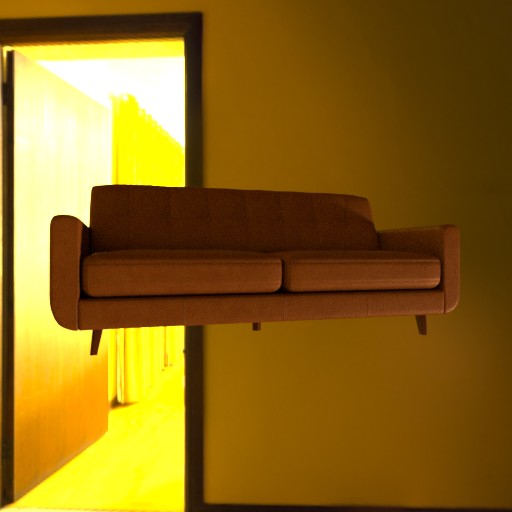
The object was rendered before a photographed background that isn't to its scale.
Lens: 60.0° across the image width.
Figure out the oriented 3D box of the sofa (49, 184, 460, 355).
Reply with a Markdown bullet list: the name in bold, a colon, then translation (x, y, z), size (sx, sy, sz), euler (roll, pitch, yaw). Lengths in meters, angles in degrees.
- **sofa**: translation (0.000, 0.000, 2.651), size (2.137, 0.892, 0.980), euler (0, 0, -17)
